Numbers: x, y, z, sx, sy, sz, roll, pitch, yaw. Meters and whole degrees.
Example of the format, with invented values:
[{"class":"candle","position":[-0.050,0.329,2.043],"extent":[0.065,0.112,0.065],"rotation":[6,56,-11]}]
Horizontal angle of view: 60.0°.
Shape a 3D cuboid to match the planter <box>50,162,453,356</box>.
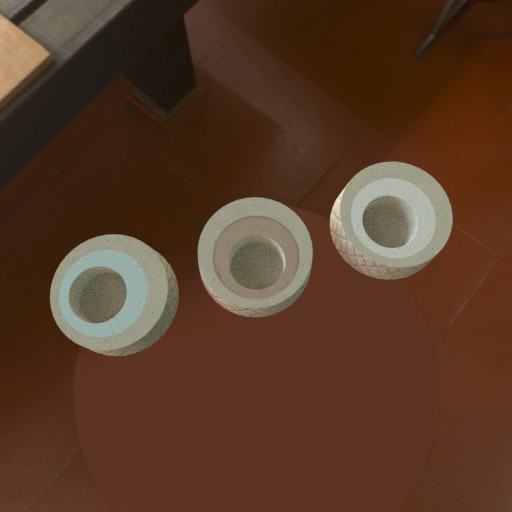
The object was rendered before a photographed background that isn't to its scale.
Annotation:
[{"class":"planter","position":[0.000,0.000,0.430],"extent":[0.390,0.038,0.114],"rotation":[-15,76,-4]}]
